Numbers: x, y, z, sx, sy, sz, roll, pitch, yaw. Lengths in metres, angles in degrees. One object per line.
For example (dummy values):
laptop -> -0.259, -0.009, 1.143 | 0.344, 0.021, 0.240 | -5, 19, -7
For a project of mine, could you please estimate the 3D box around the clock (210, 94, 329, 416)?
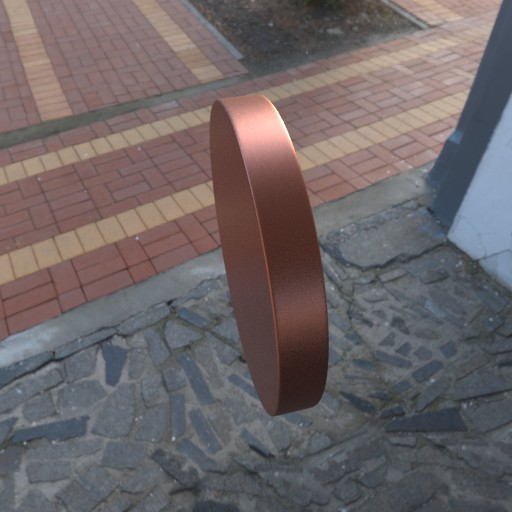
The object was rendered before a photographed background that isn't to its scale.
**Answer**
clock -> 0.000, 0.000, 0.461 | 0.040, 0.313, 0.313 | -10, 48, -9
